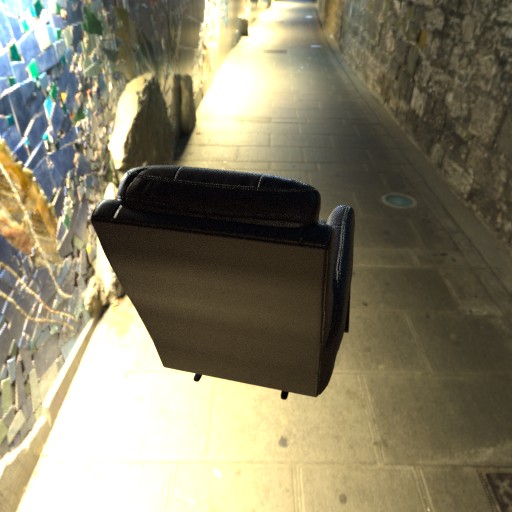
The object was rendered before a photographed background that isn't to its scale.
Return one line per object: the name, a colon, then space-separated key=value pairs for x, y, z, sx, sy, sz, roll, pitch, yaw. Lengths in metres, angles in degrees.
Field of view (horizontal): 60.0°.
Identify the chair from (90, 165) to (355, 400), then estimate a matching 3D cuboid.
chair: x=0.000 y=0.000 z=1.832 sx=0.829 sy=1.030 sz=1.080 roll=8 pitch=33 yaw=12
